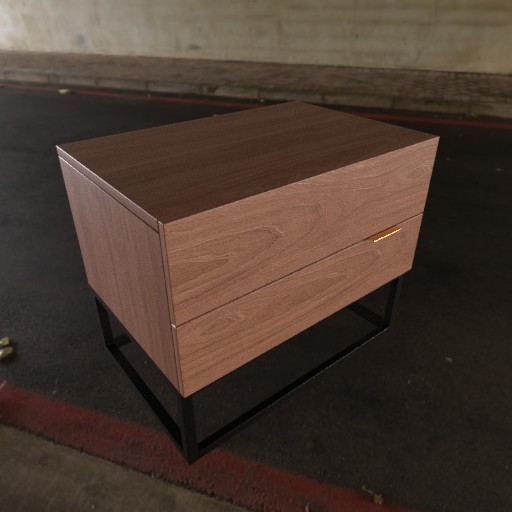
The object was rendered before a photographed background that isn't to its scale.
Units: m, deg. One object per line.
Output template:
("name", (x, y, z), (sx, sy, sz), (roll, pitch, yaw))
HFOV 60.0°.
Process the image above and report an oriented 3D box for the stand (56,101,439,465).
("stand", (0.000, 0.000, 0.959), (0.600, 0.500, 0.420), (-22, 38, -32))
